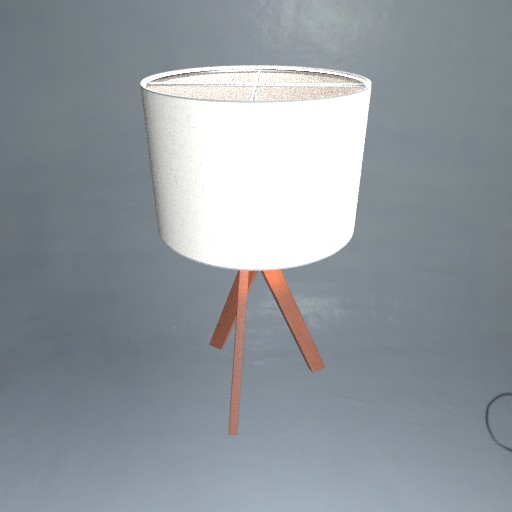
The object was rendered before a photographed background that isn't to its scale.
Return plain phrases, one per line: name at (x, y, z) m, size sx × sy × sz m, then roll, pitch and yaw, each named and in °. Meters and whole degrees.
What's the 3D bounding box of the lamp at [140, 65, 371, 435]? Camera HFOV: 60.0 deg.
lamp at (0.000, 0.000, 0.917) m, size 0.380 × 0.686 × 0.380 m, roll 1°, pitch 30°, yaw 2°
